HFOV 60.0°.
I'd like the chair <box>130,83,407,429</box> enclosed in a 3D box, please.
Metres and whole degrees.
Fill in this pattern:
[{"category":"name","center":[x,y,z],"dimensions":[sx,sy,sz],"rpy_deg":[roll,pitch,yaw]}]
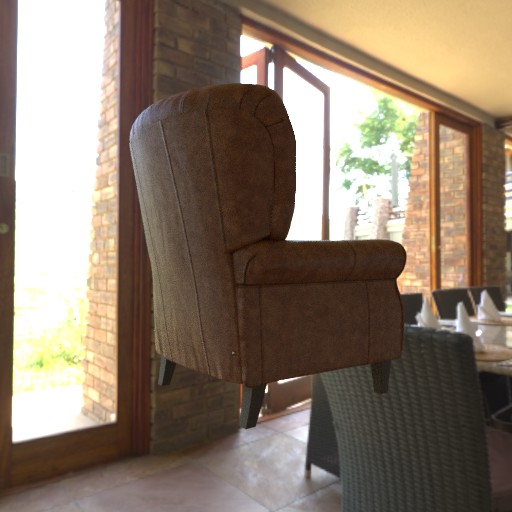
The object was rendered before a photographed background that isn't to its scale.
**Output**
[{"category":"chair","center":[0.000,0.000,1.932],"dimensions":[1.059,1.164,0.951],"rpy_deg":[1,-2,-36]}]
